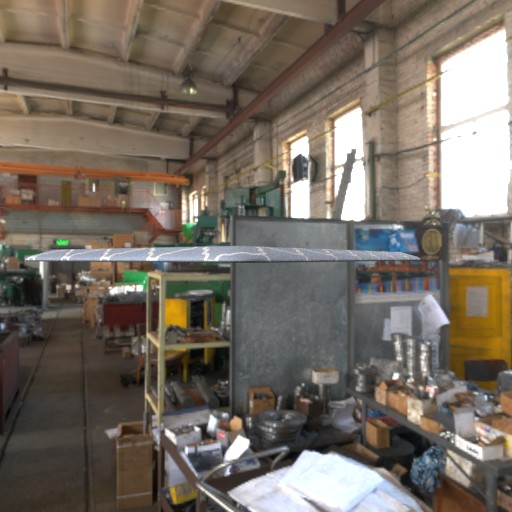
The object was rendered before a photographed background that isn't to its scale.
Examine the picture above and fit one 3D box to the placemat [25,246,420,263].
[{"bbox_3d":[0.000,0.000,0.956,0.508,0.021,0.762,0,0,35],"label":"placemat"}]
